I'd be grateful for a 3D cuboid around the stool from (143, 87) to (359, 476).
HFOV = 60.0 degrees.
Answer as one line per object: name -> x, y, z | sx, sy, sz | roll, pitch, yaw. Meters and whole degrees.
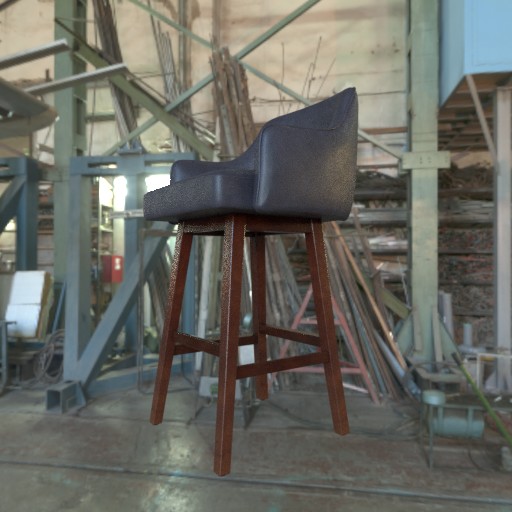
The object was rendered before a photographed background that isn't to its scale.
stool -> 0.000, 0.000, 1.358 | 0.560, 1.041, 0.550 | 0, 0, -36
